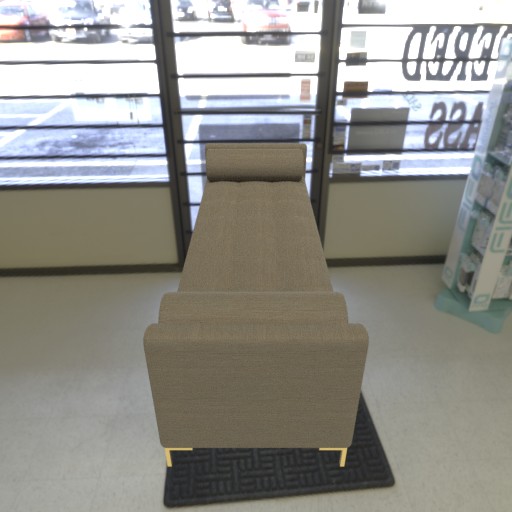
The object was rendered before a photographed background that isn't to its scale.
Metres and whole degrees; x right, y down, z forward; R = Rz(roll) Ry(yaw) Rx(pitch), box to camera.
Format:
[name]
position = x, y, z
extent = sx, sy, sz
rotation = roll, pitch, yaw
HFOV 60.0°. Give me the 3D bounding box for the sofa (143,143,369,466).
[sofa]
position = 0.000, 0.000, 2.316
extent = 0.686, 0.635, 1.981
rotation = 0, 31, 0
